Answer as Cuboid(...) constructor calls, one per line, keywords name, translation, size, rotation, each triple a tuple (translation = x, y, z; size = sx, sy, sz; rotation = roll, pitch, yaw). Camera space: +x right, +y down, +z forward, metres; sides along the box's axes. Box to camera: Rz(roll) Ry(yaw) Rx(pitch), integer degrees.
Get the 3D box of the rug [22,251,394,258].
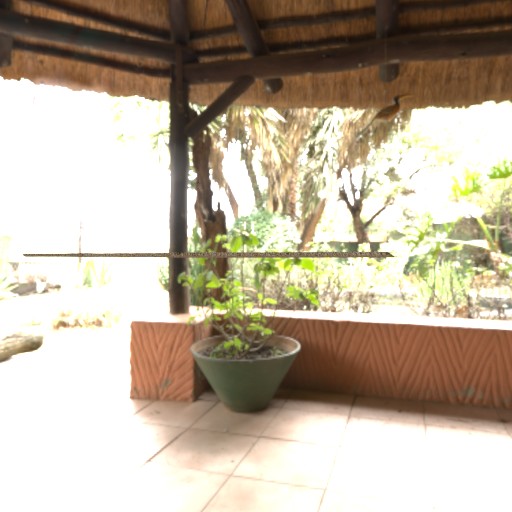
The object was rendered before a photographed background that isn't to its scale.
Cuboid(name="rug", translation=(0.000, 0.000, 4.059), size=(2.399, 0.026, 3.000), rotation=(0, 0, 18))
